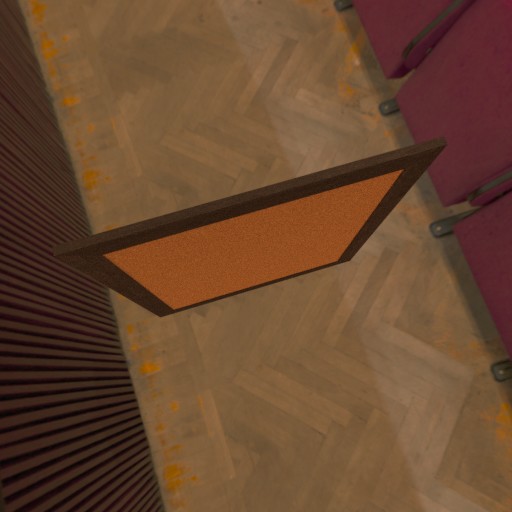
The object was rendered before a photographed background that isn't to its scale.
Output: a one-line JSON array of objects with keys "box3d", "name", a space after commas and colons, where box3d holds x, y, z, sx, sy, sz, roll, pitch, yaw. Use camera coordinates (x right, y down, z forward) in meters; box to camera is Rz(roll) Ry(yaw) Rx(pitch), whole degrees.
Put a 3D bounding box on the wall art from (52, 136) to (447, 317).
[{"box3d": [0.000, 0.000, 0.790, 0.476, 0.570, 0.013, -16, 76, -4], "name": "wall art"}]
